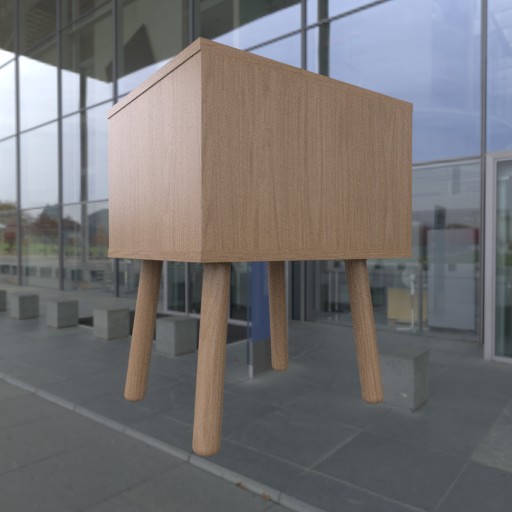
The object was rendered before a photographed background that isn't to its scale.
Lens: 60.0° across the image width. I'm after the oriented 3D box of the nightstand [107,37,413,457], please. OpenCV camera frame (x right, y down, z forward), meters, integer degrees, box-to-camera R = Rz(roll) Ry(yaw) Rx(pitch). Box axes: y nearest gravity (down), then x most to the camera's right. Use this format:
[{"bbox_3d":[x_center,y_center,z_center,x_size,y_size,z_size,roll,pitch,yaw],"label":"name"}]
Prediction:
[{"bbox_3d":[0.000,0.000,0.857,0.450,0.571,0.380,-1,1,-36],"label":"nightstand"}]
